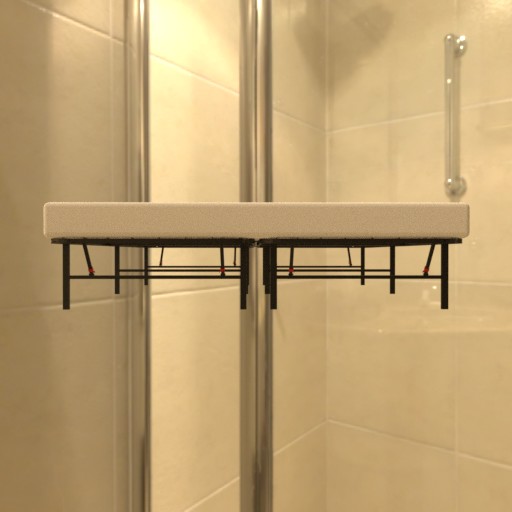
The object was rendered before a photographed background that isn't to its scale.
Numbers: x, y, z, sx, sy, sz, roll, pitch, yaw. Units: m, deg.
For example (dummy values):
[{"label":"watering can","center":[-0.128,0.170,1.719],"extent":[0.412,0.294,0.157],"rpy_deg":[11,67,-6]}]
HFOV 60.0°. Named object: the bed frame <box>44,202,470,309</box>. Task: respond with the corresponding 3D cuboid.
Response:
[{"label":"bed frame","center":[0.000,0.000,3.064],"extent":[2.033,0.525,1.935],"rpy_deg":[0,0,0]}]
